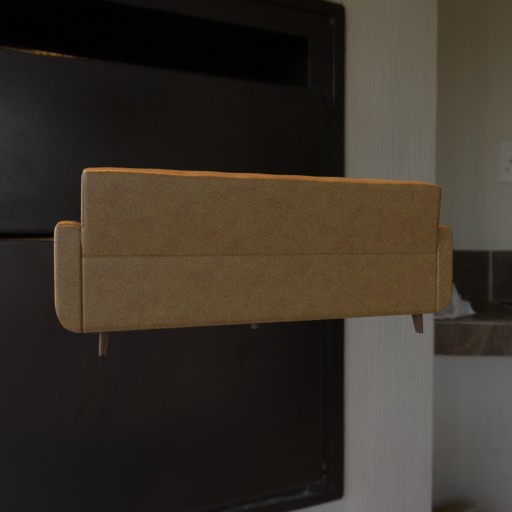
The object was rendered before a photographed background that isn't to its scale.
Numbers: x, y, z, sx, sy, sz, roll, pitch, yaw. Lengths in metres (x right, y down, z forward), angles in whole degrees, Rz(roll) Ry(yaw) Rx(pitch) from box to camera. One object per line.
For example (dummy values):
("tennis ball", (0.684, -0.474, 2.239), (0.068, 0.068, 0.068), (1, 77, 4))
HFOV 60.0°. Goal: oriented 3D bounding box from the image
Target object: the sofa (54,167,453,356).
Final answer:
("sofa", (0.000, 0.000, 2.685), (2.137, 0.892, 0.980), (-1, 2, -17))
